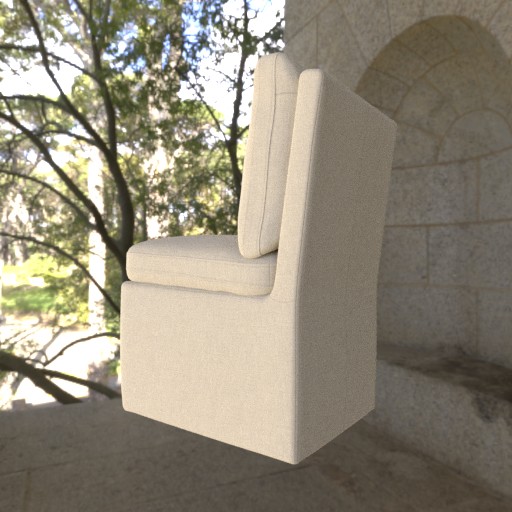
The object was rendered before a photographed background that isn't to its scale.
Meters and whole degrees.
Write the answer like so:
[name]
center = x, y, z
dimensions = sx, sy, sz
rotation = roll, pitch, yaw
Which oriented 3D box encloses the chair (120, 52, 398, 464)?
[chair]
center = 0.000, 0.000, 1.318
dimensions = 0.698, 0.927, 0.503
rotation = 0, 0, 37
